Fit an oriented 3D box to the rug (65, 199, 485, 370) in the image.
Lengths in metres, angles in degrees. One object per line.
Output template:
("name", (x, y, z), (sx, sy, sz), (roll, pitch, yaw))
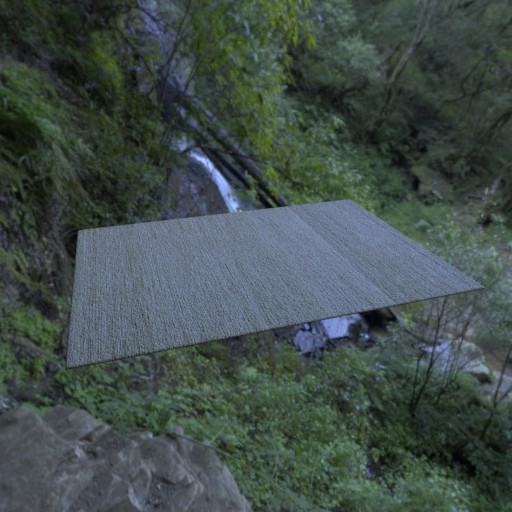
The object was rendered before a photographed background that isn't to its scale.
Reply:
("rug", (0.000, 0.000, 5.075), (3.935, 0.025, 2.782), (-8, 28, -16))
